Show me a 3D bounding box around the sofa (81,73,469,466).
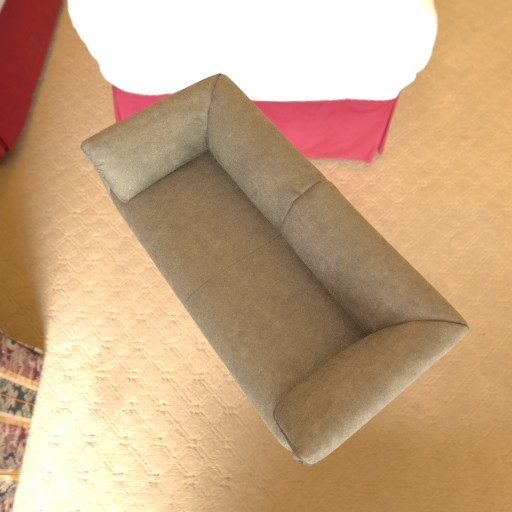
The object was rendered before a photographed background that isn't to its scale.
[{"bbox_3d":[0.000,0.000,2.330,0.905,0.747,1.878,-33,68,-15],"label":"sofa"}]
